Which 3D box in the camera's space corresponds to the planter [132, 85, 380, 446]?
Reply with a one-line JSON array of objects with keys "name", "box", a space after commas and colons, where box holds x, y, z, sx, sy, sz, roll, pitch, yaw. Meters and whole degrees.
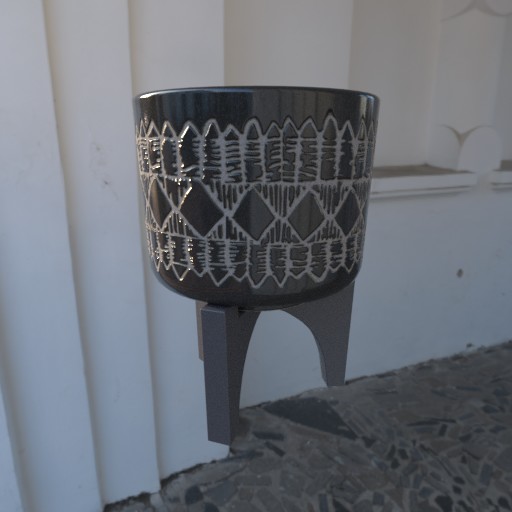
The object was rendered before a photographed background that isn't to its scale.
[{"name": "planter", "box": [0.000, 0.000, 0.394, 0.196, 0.264, 0.196, -3, 15, -10]}]
